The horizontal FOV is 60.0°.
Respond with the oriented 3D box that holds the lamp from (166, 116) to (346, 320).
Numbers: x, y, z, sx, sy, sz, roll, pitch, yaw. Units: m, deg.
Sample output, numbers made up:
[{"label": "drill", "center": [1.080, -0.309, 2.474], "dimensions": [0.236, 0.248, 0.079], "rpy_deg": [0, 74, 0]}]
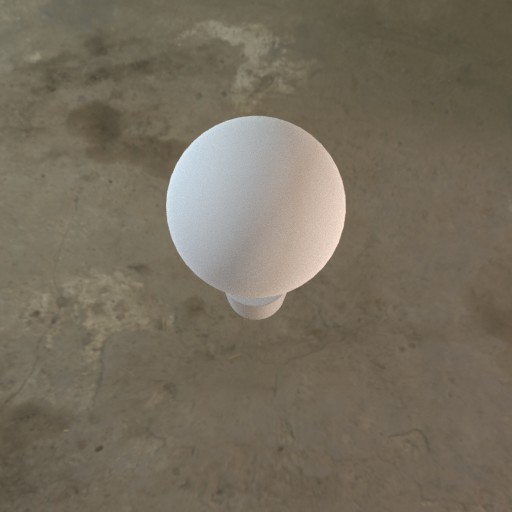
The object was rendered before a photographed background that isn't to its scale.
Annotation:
[{"label": "lamp", "center": [0.000, 0.000, 0.543], "dimensions": [0.153, 0.480, 0.153], "rpy_deg": [0, 75, 0]}]
